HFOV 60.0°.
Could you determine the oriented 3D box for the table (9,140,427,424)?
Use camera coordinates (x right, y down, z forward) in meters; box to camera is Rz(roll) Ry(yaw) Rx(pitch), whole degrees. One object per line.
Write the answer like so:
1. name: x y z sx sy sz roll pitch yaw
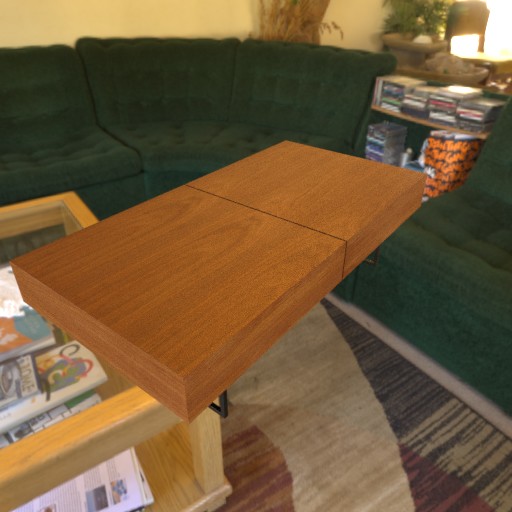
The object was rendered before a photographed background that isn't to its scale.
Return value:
1. table: 0.000 0.000 1.418 0.610 0.330 1.194 23 39 31
